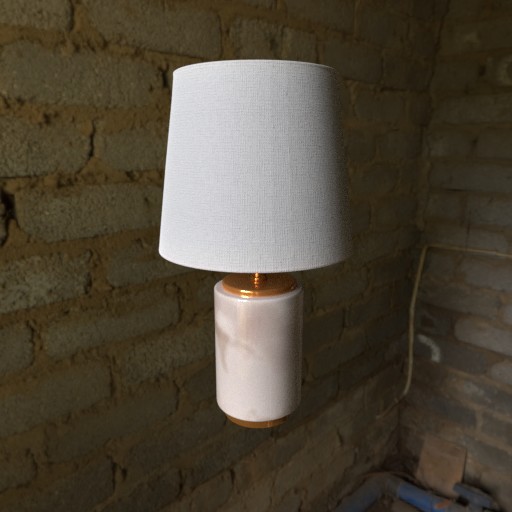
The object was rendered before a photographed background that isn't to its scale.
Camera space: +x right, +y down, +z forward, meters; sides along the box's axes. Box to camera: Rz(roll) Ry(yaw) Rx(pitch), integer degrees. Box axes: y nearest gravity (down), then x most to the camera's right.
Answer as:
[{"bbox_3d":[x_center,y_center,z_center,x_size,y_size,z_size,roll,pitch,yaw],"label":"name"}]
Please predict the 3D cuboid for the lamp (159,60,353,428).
[{"bbox_3d":[0.000,0.000,0.445,0.189,0.340,0.189,0,14,0],"label":"lamp"}]
